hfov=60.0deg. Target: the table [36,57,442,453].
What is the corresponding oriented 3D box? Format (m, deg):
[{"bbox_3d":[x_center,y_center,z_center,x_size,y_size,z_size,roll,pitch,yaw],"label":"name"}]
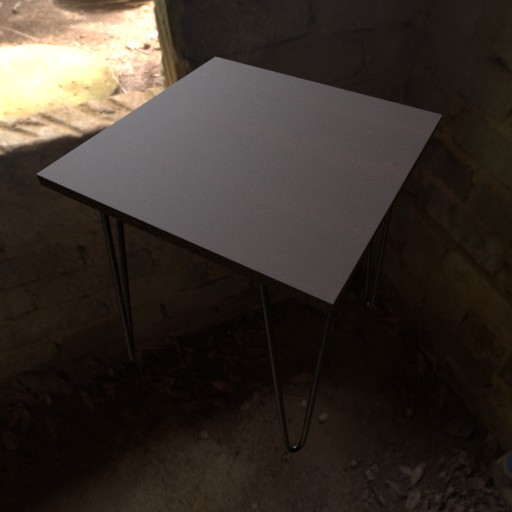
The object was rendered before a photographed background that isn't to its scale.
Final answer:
[{"bbox_3d":[0.000,0.000,0.947,0.495,0.559,0.495,23,51,20],"label":"table"}]
